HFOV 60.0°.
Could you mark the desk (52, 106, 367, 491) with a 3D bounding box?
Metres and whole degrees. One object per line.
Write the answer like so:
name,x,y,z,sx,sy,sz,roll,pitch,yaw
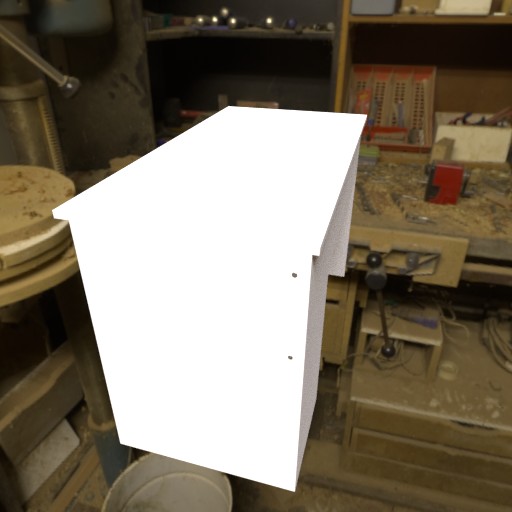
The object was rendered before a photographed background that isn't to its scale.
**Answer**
desk,0.000,0.000,1.488,0.560,0.730,1.096,8,31,14
